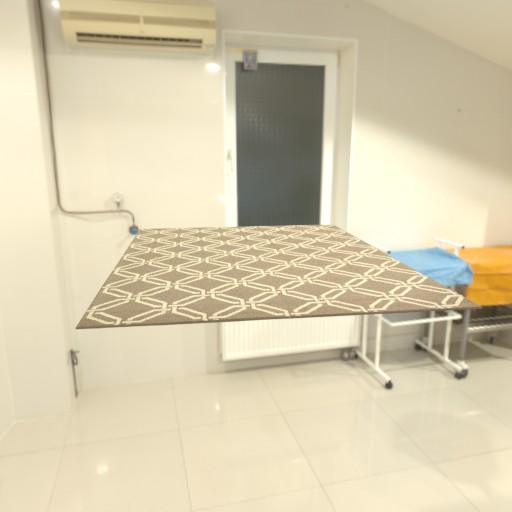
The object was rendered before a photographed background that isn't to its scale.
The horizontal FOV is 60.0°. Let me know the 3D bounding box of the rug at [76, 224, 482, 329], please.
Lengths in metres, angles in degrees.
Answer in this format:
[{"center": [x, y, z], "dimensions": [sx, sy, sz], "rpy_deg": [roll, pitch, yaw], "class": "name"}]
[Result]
[{"center": [0.000, 0.000, 3.837], "dimensions": [2.288, 0.018, 2.895], "rpy_deg": [-2, 14, -8], "class": "rug"}]
